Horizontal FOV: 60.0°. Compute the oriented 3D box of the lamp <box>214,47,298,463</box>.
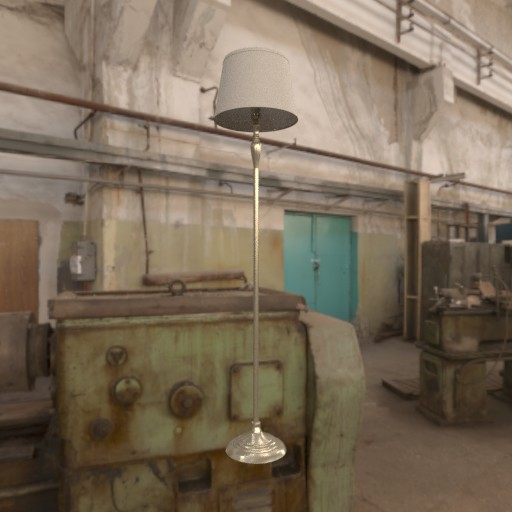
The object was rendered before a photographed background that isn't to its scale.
[{"bbox_3d":[0.000,0.000,1.724,0.327,1.506,0.327,0,0,-36],"label":"lamp"}]
